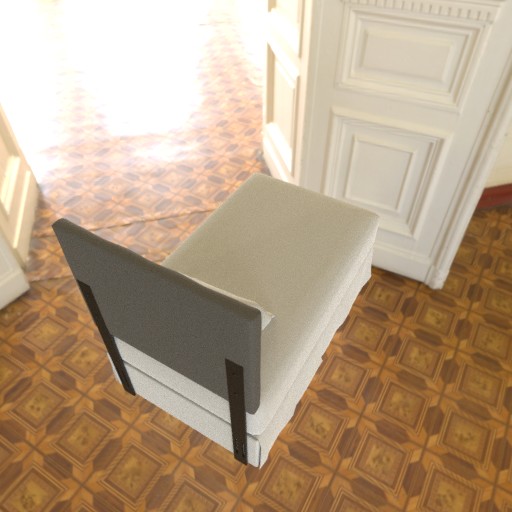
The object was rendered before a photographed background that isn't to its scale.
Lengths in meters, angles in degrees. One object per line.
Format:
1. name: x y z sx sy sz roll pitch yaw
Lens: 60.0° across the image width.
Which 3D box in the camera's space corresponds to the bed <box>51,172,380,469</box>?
1. bed: 0.000 0.000 3.061 1.261 1.571 1.997 23 50 21
